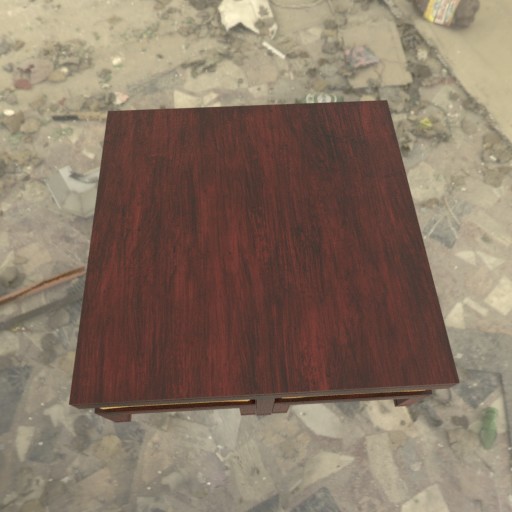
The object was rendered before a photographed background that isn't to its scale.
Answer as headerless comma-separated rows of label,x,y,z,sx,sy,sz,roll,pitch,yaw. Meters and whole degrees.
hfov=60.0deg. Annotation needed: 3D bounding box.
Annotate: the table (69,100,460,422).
table,0.000,0.000,1.333,0.865,0.356,0.865,-3,63,-1
